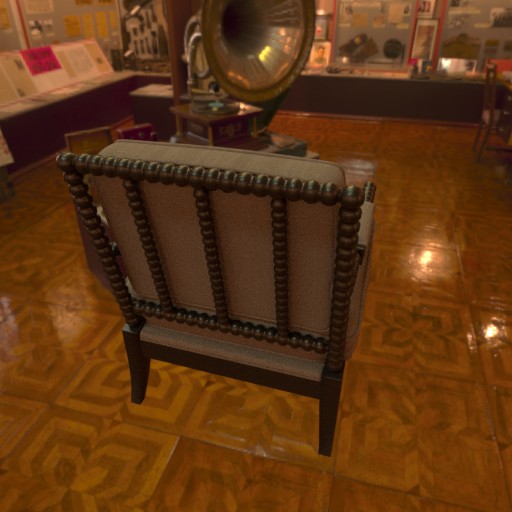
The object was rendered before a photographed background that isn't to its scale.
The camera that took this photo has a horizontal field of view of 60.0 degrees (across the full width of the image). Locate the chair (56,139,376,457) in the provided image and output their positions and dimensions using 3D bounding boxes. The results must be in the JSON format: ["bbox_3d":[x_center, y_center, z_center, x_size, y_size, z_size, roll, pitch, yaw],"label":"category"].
[{"bbox_3d":[0.000,0.000,1.066,0.540,0.661,0.622,9,33,15],"label":"chair"}]
